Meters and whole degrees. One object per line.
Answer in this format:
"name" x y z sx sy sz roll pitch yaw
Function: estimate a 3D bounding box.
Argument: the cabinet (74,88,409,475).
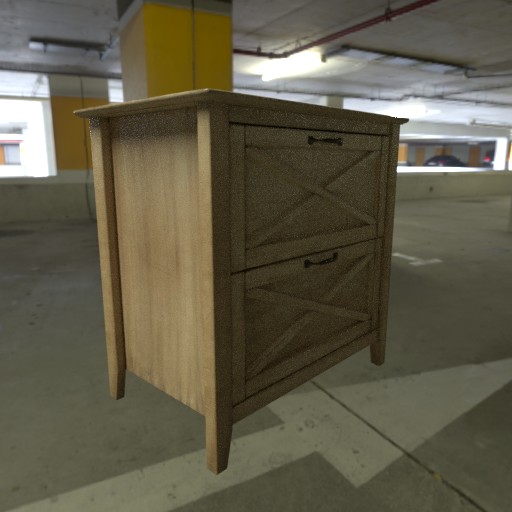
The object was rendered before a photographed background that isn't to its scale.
"cabinet" 0.000 0.000 1.250 0.503 0.762 0.763 11 17 42
